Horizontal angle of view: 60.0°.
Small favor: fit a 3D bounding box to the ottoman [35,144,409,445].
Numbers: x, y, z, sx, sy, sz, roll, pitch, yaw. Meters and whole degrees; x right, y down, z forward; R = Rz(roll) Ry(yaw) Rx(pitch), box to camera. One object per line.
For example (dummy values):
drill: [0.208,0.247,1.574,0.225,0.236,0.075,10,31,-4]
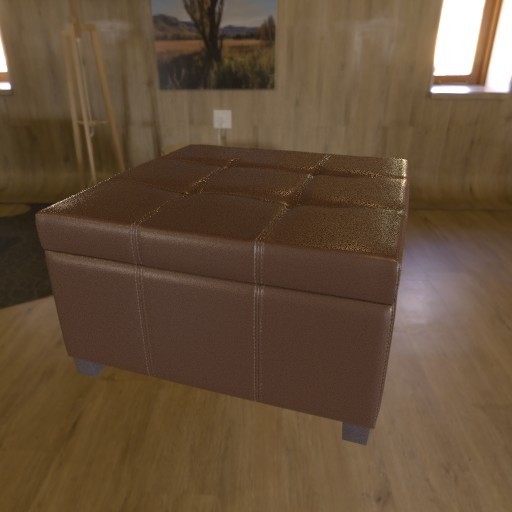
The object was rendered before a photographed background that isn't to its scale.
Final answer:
ottoman: [0.000,0.000,1.279,0.788,0.460,0.787,8,27,16]
